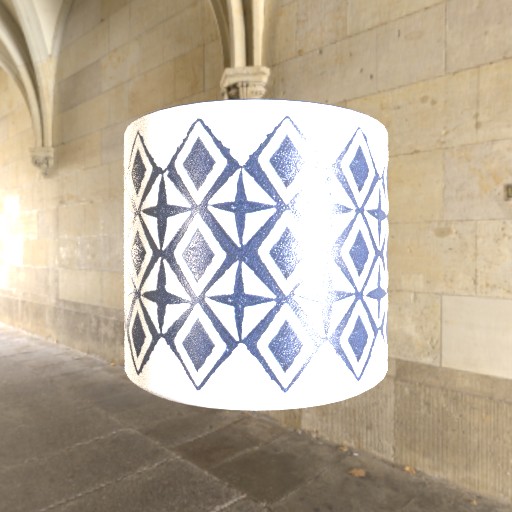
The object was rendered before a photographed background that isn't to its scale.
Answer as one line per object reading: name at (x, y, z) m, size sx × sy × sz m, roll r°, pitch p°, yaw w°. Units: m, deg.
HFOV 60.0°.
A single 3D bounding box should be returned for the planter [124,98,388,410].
planter at (0.000, 0.000, 0.279) m, size 0.159 × 0.144 × 0.159 m, roll 0°, pitch 1°, yaw 0°
